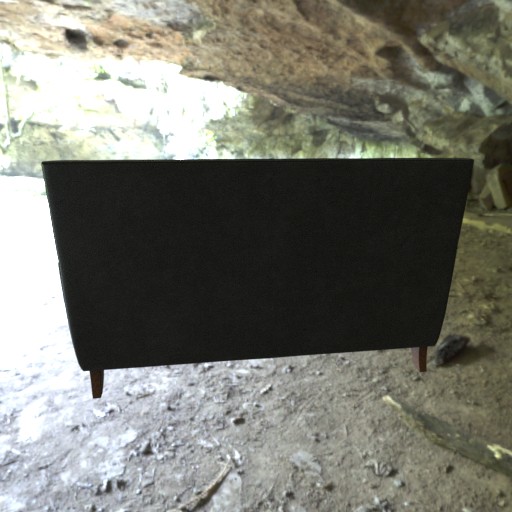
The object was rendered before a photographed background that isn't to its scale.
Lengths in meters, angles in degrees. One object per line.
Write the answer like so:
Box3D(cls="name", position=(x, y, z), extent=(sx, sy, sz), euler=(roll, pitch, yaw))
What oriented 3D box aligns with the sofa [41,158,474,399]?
Box3D(cls="sofa", position=(0.000, 0.000, 1.960), extent=(1.473, 0.871, 0.787), euler=(-2, 15, -8))
